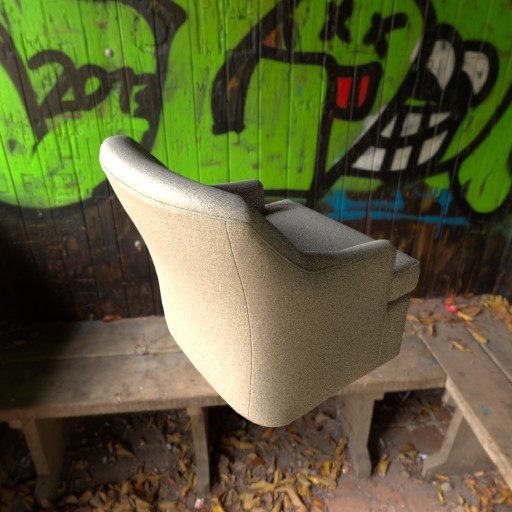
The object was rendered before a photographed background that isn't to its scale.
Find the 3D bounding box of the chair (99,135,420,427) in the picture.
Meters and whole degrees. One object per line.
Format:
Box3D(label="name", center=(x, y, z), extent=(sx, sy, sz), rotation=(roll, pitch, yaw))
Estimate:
Box3D(label="chair", center=(0.000, 0.000, 1.610), extent=(0.923, 0.856, 0.864), rotation=(-18, 33, -30))
